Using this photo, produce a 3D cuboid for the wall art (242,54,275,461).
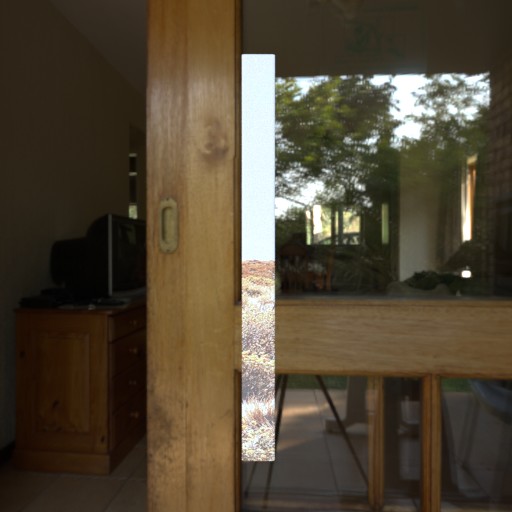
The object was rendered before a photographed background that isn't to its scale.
[{"bbox_3d":[0.000,0.000,1.121,0.050,0.610,0.914,0,0,0],"label":"wall art"}]
